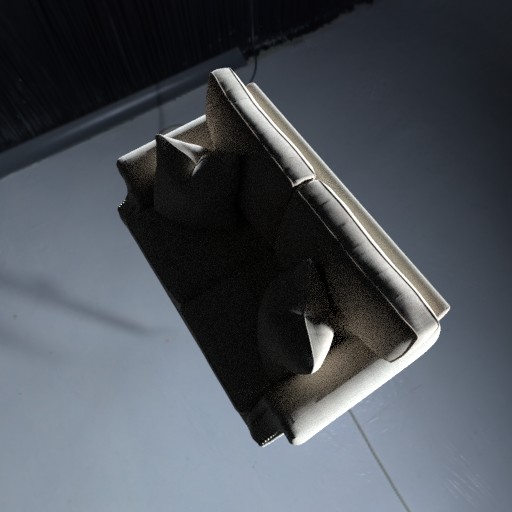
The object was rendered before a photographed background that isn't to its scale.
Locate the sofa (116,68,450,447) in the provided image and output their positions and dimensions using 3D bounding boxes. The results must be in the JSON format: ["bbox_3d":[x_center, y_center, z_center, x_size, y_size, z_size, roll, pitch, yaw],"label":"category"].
[{"bbox_3d":[0.000,0.000,2.274,0.966,0.966,1.701,-31,69,-13],"label":"sofa"}]
